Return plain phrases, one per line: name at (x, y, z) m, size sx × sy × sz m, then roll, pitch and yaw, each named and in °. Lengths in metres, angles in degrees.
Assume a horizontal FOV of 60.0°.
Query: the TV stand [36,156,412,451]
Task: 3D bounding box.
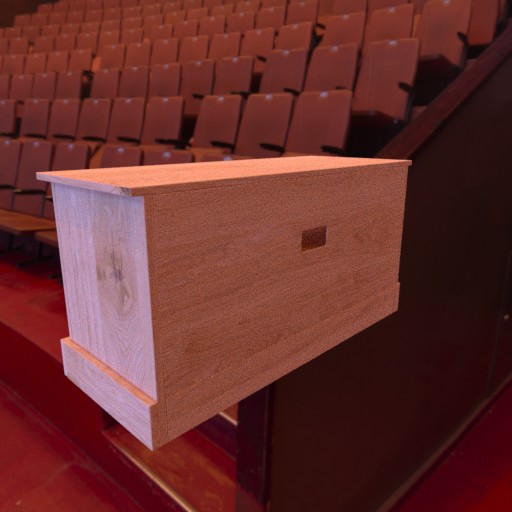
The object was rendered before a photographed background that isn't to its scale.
TV stand at (0.000, 0.000, 1.369) m, size 0.440 × 0.550 × 1.080 m, roll 15°, pitch 21°, yaw 42°
